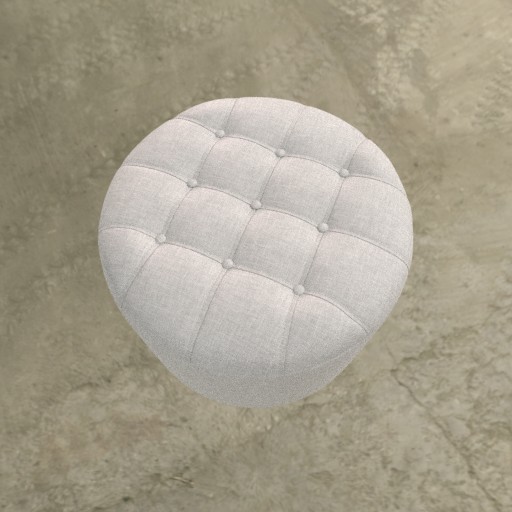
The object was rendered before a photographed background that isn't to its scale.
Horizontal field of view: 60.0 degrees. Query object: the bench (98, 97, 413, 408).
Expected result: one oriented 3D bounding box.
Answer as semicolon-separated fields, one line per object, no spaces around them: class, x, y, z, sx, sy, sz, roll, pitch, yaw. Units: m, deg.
bench;0.000;0.000;0.991;0.600;0.453;0.600;0;64;0
